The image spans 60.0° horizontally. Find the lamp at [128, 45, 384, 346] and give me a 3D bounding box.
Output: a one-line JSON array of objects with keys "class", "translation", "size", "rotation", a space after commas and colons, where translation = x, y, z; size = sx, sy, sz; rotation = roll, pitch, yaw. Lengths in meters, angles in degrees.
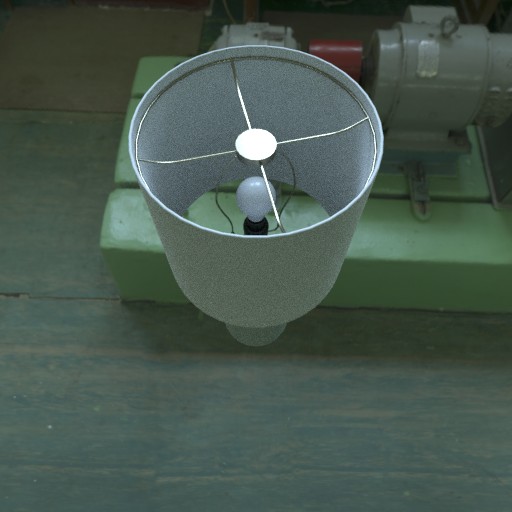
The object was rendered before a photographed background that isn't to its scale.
[{"class": "lamp", "translation": [0.000, 0.000, 0.596], "size": [0.220, 0.475, 0.220], "rotation": [1, 62, 0]}]
